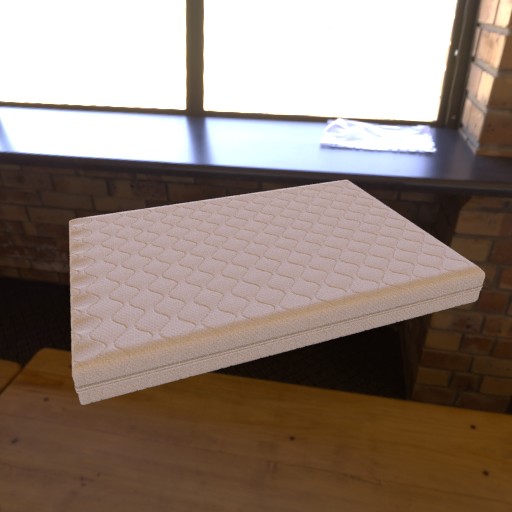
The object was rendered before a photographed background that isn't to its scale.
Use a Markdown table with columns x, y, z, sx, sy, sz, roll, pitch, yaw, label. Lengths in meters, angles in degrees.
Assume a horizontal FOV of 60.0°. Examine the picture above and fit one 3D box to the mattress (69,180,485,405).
| x | y | z | sx | sy | sz | roll | pitch | yaw | label |
| --- | --- | --- | --- | --- | --- | --- | --- | --- | --- |
| 0.000 | 0.000 | 2.559 | 2.000 | 0.200 | 1.400 | -11 | 32 | -17 | mattress |
